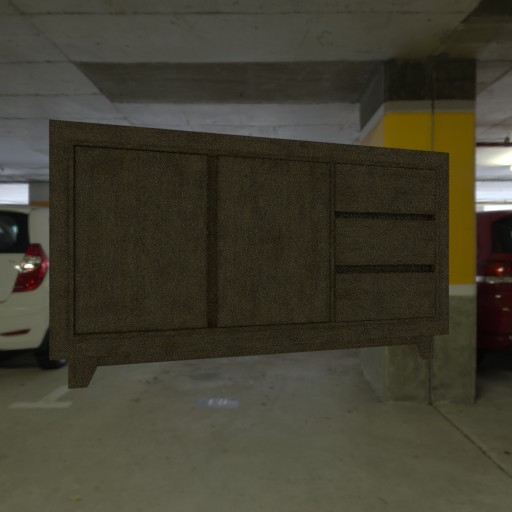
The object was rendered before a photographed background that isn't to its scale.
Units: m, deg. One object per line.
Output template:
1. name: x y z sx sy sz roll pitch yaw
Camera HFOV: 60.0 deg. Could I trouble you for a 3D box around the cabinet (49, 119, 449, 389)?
1. cabinet: 0.000 0.000 1.789 1.460 0.825 0.511 0 0 -17
